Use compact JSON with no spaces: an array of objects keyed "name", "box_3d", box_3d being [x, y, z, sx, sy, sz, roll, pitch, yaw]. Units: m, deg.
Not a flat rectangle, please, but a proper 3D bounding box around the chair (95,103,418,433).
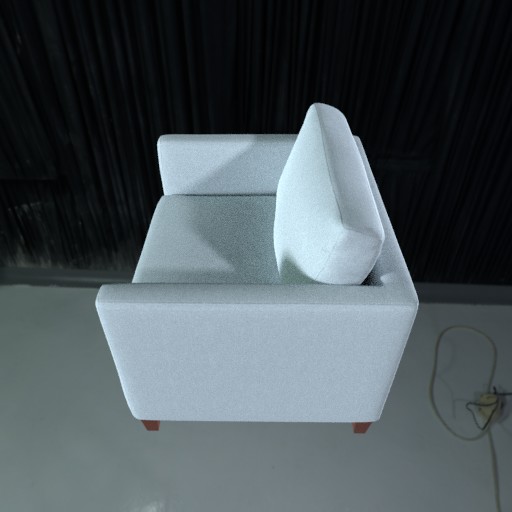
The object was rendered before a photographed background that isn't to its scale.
[{"name":"chair","box_3d":[0.000,0.000,1.816,0.953,0.961,1.107,0,41,0]}]
